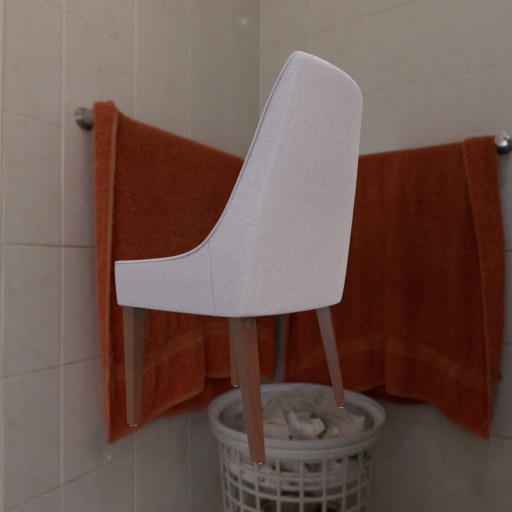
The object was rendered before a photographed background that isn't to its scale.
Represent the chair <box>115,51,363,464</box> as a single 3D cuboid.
[{"bbox_3d":[0.000,0.000,1.188,0.544,0.861,0.529,-1,-1,34],"label":"chair"}]
